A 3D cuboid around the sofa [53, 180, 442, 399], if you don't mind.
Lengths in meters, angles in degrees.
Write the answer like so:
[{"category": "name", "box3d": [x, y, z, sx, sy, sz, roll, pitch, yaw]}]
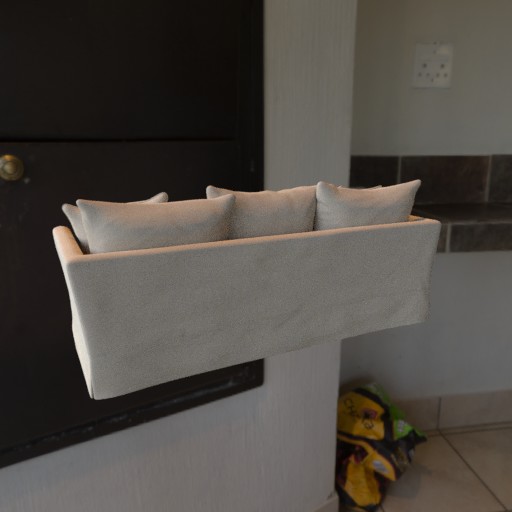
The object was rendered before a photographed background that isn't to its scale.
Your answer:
[{"category": "sofa", "box3d": [0.000, 0.000, 3.087, 2.499, 1.047, 1.046, -7, 16, -26]}]
